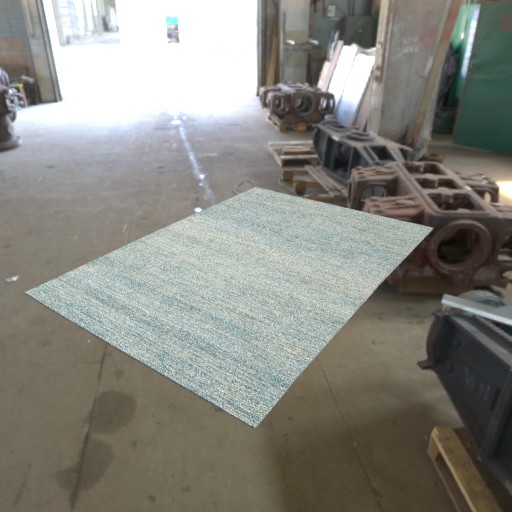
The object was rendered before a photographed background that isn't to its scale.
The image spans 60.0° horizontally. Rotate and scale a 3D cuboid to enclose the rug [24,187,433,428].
[{"bbox_3d":[0.000,0.000,2.885,1.611,0.026,2.260,19,33,31],"label":"rug"}]
